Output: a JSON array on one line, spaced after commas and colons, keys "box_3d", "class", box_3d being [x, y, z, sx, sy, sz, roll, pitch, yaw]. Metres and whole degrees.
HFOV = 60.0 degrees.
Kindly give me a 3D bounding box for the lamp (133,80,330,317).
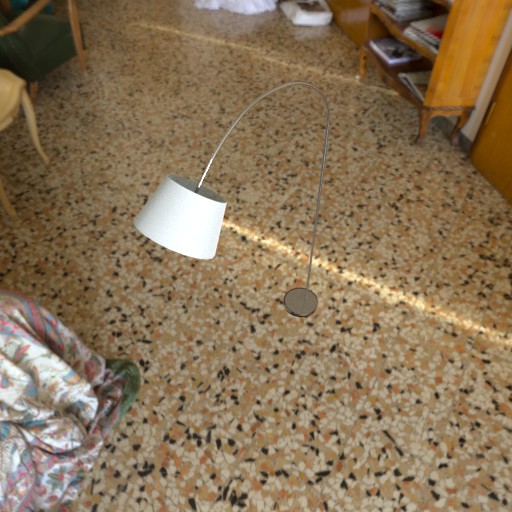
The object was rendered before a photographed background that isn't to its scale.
[{"box_3d": [0.000, 0.000, 2.776, 0.406, 2.098, 1.445, 33, 55, 27], "class": "lamp"}]
